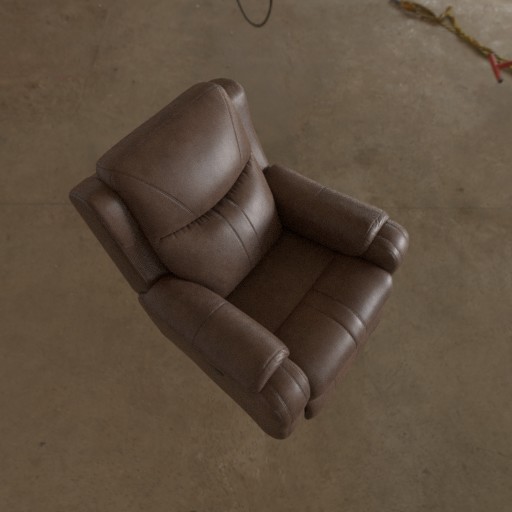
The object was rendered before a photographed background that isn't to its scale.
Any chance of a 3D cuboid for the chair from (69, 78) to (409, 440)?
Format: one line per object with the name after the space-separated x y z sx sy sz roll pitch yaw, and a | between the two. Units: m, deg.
0.000 0.000 1.796 1.067 0.990 0.940 33 64 19 | chair
